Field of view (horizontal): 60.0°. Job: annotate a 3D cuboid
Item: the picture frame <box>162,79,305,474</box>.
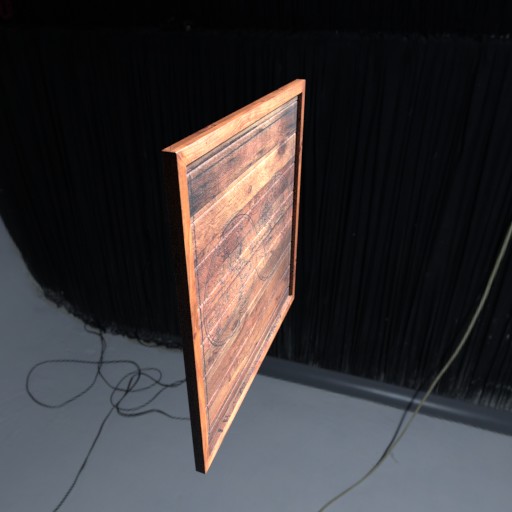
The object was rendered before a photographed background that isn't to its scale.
[{"bbox_3d":[0.000,0.000,1.236,0.029,0.817,0.810,10,31,17],"label":"picture frame"}]
